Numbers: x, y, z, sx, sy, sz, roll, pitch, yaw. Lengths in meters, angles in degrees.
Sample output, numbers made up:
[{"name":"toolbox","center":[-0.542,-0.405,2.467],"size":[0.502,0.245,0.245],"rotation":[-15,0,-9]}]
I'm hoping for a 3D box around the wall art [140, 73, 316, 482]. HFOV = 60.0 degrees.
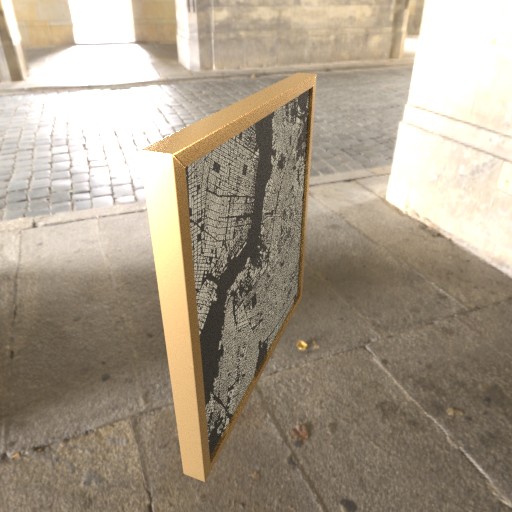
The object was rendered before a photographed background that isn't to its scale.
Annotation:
[{"name":"wall art","center":[0.000,0.000,0.450],"size":[0.023,0.305,0.305],"rotation":[12,33,19]}]
